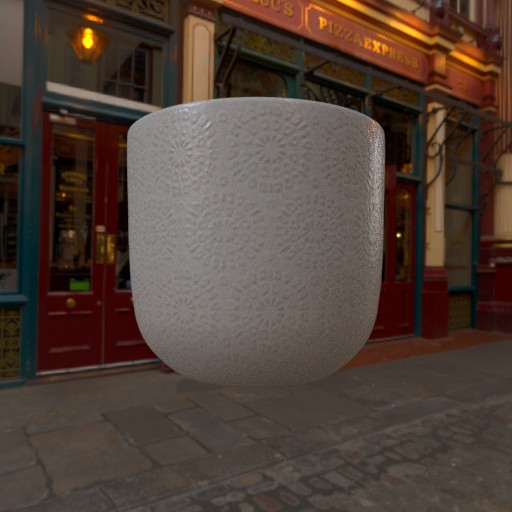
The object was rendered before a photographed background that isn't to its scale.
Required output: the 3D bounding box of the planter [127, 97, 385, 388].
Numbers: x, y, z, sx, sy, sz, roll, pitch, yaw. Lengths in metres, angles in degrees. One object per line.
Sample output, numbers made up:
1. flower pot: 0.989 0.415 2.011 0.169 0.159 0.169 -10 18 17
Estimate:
1. planter: 0.000 0.000 0.371 0.208 0.190 0.208 0 -1 0
